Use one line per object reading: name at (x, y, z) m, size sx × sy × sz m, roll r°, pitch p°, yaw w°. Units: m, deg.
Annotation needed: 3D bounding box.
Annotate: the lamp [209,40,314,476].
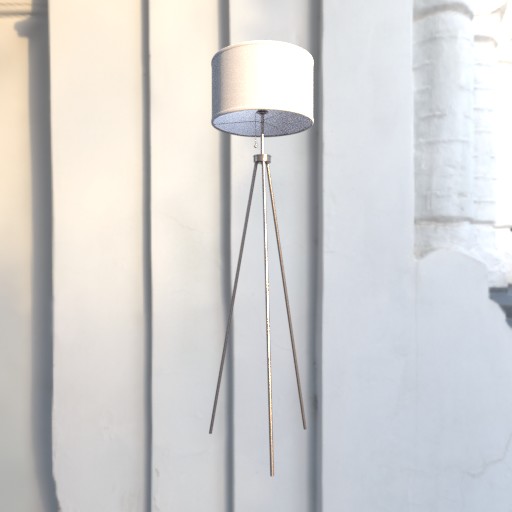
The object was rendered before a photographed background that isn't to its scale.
lamp at (0.000, 0.000, 1.796) m, size 0.458 × 1.545 × 0.448 m, roll 0°, pitch 1°, yaw 18°
